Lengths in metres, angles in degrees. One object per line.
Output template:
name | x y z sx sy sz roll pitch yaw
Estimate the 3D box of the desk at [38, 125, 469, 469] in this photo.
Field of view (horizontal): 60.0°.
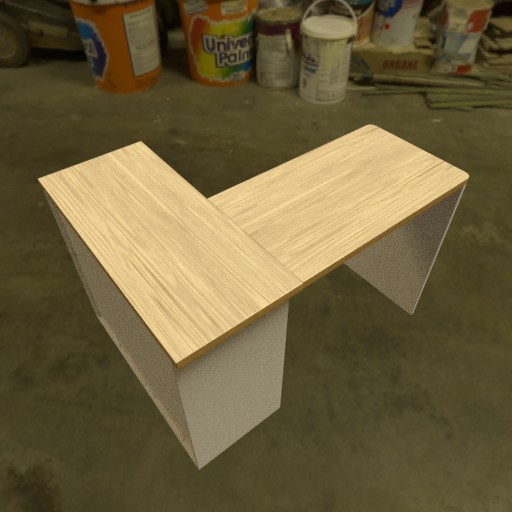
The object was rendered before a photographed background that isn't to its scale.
desk | 0.000 0.000 1.773 1.170 0.760 0.900 -29 52 -26
